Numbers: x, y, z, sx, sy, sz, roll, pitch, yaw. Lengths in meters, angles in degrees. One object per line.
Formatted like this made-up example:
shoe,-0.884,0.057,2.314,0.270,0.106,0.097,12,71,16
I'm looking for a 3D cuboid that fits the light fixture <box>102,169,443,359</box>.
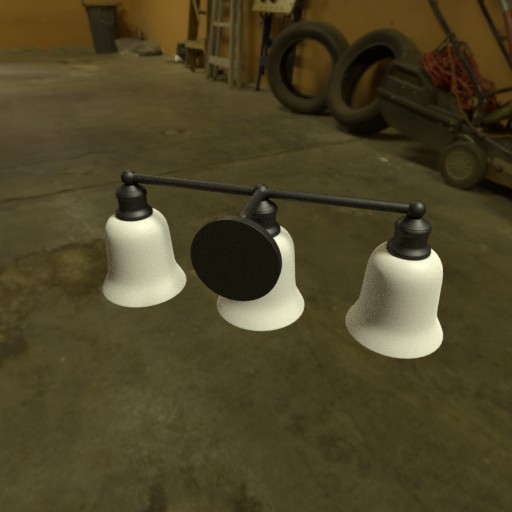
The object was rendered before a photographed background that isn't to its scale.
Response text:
light fixture,0.000,0.000,0.660,0.570,0.211,0.198,8,32,14
